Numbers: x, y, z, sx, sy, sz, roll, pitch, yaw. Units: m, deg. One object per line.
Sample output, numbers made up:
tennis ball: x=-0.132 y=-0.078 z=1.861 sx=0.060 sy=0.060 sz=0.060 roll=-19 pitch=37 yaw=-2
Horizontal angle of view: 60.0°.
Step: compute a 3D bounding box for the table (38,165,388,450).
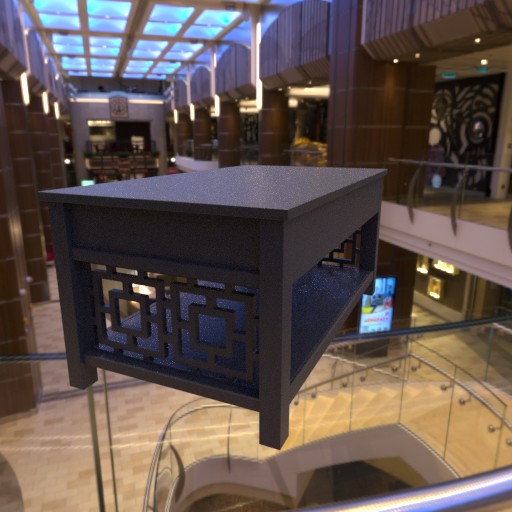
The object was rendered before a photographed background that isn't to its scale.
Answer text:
table: x=0.000 y=0.000 z=1.407 sx=0.612 sy=0.493 sz=1.068 roll=7 pitch=16 yaw=24
